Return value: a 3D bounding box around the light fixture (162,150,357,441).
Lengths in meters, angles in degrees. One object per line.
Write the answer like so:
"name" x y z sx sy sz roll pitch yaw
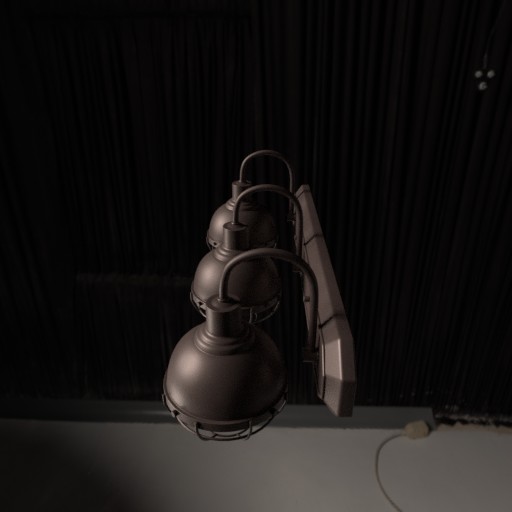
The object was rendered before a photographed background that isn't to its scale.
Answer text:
"light fixture" 0.000 0.000 0.762 0.229 0.254 0.634 0 26 1
